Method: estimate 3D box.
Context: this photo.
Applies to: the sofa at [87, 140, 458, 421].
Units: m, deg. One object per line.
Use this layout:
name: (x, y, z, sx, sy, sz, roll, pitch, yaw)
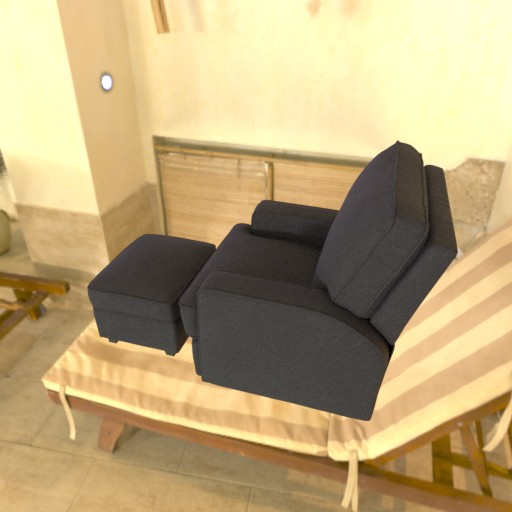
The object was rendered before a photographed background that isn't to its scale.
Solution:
sofa: (0.000, 0.000, 1.977, 1.472, 0.959, 0.861, 9, 32, 14)
